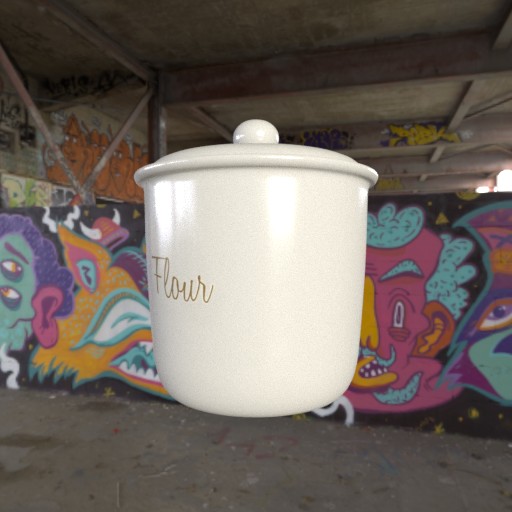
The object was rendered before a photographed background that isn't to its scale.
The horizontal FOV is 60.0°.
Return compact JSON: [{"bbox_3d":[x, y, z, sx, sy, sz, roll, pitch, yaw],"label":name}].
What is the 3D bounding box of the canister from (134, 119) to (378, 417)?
[{"bbox_3d":[0.000,0.000,0.343,0.182,0.208,0.182,0,0,0],"label":"canister"}]
